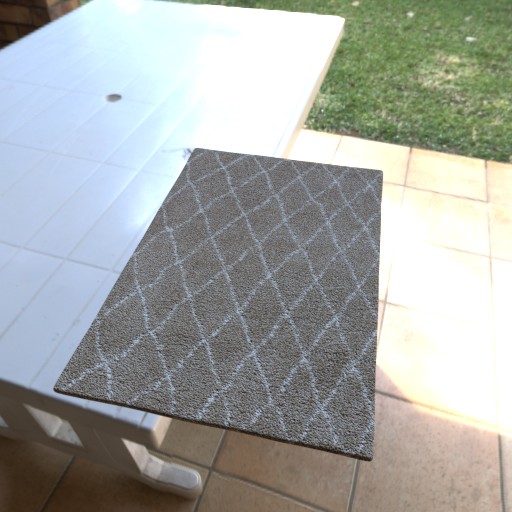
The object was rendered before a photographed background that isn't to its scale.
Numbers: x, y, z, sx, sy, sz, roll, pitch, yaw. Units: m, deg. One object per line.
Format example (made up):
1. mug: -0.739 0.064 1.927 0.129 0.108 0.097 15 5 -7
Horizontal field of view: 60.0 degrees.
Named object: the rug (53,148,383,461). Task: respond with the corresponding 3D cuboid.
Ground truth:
1. rug: 0.000 0.000 2.228 1.219 0.030 1.778 9 46 9
